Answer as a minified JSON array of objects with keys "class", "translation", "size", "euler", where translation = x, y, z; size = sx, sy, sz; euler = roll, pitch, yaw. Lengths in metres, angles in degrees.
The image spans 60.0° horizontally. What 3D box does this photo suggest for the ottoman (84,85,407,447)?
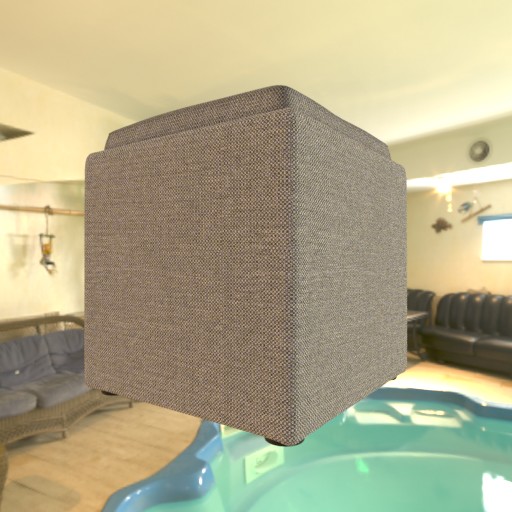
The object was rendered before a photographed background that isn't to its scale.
[{"class":"ottoman","translation":[0.000,0.000,0.842],"size":[0.436,0.487,0.454],"euler":[0,0,36]}]
